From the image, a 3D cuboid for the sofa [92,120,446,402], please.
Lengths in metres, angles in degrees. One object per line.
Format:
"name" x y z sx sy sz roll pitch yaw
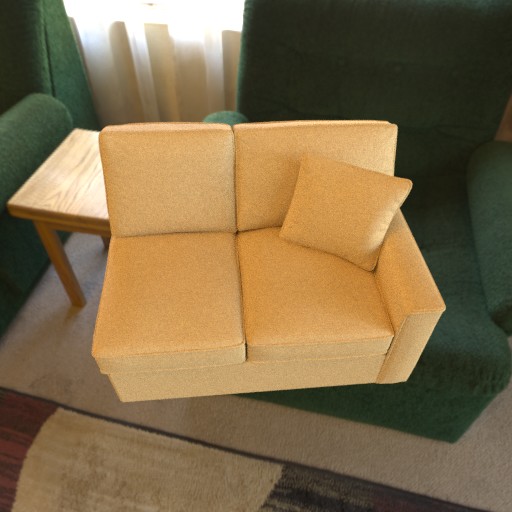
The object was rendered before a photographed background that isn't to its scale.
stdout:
"sofa" 0.000 0.000 2.077 1.388 0.989 0.991 -3 47 -3
